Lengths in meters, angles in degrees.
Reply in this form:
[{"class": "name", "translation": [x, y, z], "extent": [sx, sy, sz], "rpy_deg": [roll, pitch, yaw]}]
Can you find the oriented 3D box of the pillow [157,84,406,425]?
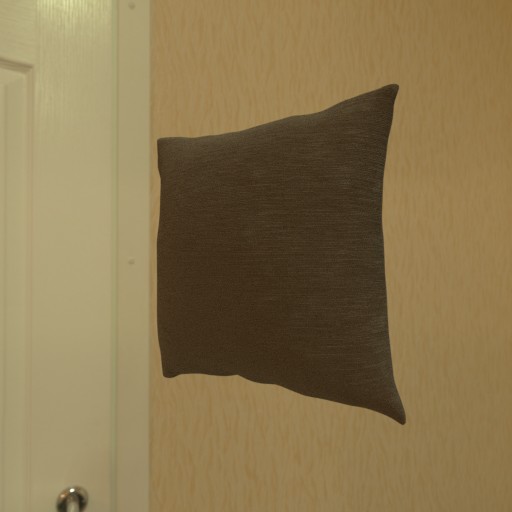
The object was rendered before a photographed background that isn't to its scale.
[{"class": "pillow", "translation": [0.000, 0.000, 0.681], "extent": [0.452, 0.439, 0.204], "rpy_deg": [-1, -1, 37]}]
